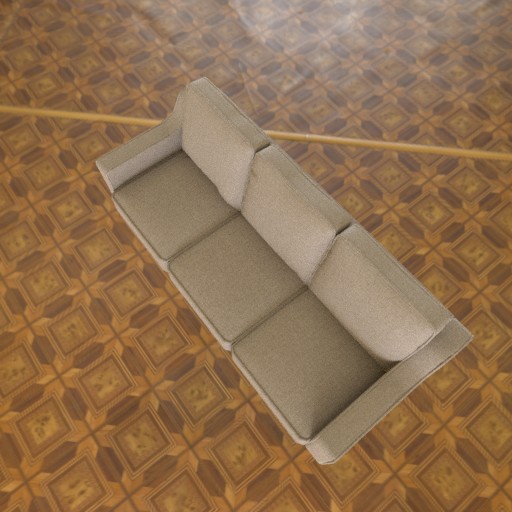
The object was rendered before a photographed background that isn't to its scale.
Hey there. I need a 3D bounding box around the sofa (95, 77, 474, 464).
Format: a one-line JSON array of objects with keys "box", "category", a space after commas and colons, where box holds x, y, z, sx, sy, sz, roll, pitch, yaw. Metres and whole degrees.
[{"box": [0.000, 0.000, 2.545, 0.899, 0.950, 2.129, -36, 69, -16], "category": "sofa"}]
